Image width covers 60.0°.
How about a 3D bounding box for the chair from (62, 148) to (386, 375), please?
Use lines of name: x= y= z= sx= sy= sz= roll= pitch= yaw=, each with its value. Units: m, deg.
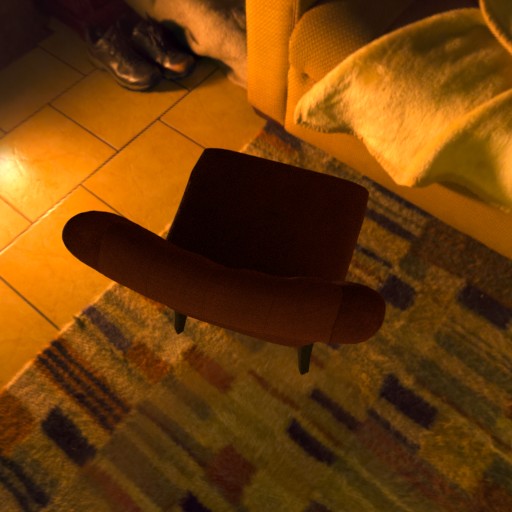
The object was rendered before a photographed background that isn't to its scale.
chair: x=0.000 y=0.000 z=1.174 sx=0.582 sy=0.750 sz=0.605 roll=16 pitch=63 yaw=8
